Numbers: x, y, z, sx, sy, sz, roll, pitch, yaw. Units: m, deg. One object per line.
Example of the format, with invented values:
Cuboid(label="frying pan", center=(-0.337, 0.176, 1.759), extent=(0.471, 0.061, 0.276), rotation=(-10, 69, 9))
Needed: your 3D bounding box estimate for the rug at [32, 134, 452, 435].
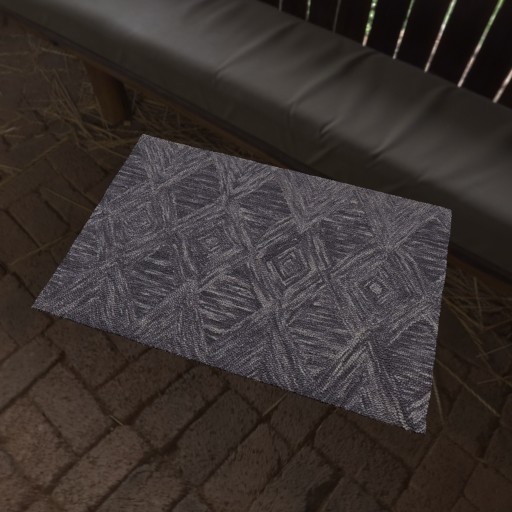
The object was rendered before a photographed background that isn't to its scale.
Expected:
Cuboid(label="rug", center=(0.000, 0.000, 2.208), extent=(1.814, 0.012, 1.186), rotation=(16, 60, 9))
